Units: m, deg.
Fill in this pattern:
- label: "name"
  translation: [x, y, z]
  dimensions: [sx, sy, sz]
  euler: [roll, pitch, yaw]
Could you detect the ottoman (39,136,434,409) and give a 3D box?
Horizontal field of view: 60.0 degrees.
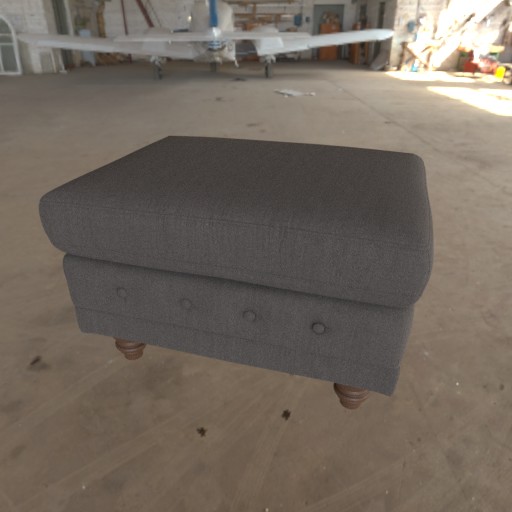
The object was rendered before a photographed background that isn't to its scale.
- label: "ottoman"
  translation: [0.000, 0.000, 1.122]
  dimensions: [0.771, 0.500, 0.569]
  euler: [8, 29, 15]
